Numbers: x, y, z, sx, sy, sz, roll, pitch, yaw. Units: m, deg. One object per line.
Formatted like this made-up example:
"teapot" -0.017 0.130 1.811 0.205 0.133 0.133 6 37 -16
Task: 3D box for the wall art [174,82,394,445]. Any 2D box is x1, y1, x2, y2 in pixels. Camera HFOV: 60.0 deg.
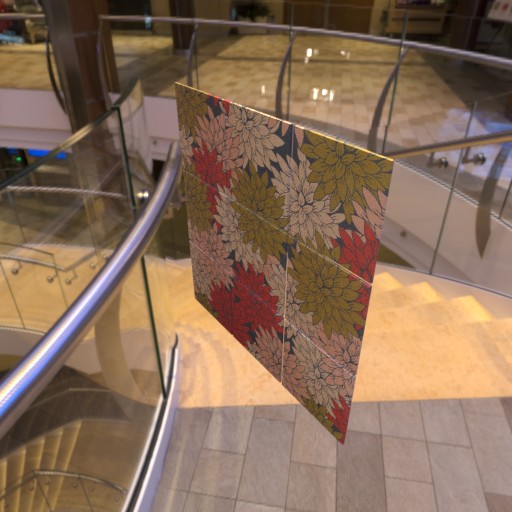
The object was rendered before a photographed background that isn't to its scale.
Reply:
"wall art" 0.000 0.000 2.389 0.013 1.534 1.519 -22 39 -30
